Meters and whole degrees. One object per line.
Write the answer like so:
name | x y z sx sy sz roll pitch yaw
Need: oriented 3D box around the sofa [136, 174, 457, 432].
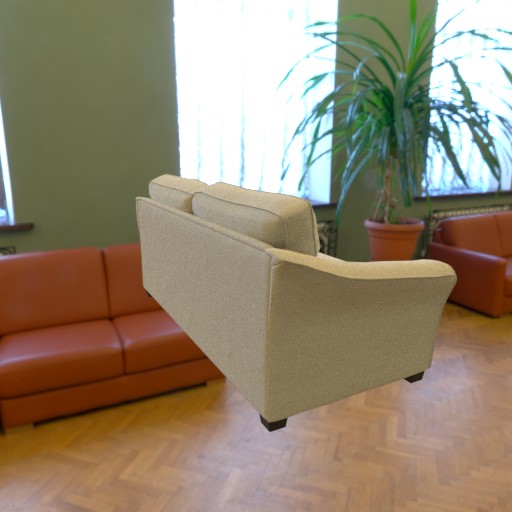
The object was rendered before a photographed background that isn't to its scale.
sofa | 0.000 0.000 2.792 0.980 0.965 2.270 -7 15 -27
